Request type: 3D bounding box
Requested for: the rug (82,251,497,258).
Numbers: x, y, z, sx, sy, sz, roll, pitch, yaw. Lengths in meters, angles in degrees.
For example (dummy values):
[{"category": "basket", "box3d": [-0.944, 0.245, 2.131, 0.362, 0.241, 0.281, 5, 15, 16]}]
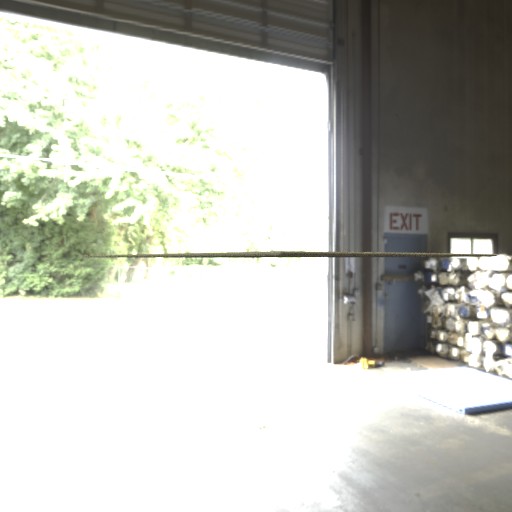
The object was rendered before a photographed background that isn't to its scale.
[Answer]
[{"category": "rug", "box3d": [0.000, 0.000, 2.276, 1.219, 0.012, 1.839, 0, -1, -37]}]
